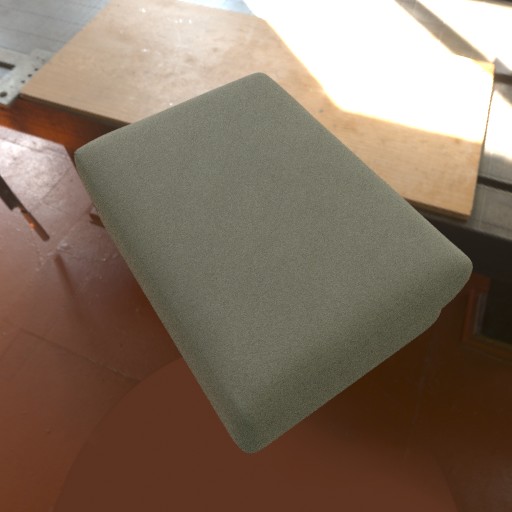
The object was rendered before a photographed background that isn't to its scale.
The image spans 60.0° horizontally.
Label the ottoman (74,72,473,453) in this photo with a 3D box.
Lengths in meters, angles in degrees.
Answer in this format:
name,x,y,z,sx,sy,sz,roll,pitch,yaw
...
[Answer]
name,x,y,z,sx,sy,sz,roll,pitch,yaw
ottoman,0.000,0.000,1.122,0.569,0.504,0.773,-29,62,-17
